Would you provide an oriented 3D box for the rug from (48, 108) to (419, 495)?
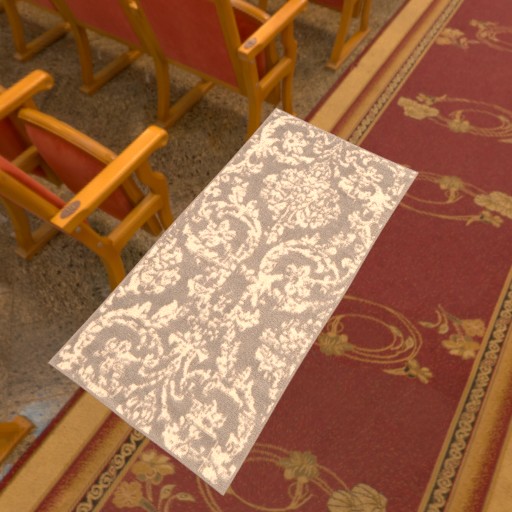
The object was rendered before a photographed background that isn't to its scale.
[{"bbox_3d":[0.000,0.000,1.418,0.604,0.007,1.219,29,64,16],"label":"rug"}]
